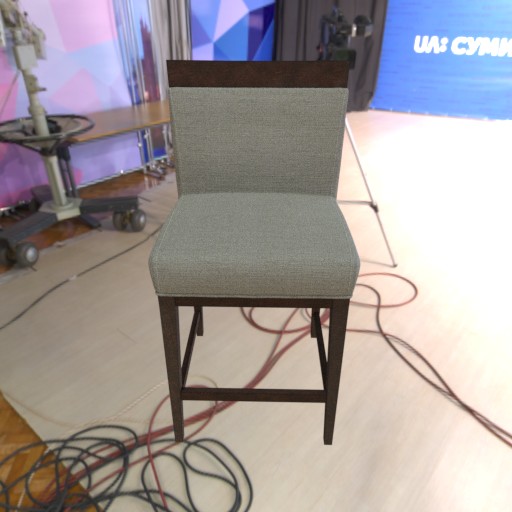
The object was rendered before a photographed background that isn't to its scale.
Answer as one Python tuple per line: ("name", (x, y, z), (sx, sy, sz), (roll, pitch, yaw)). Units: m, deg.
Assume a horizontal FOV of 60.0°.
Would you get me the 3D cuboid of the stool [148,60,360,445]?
("stool", (0.000, 0.000, 1.301), (0.512, 1.009, 0.531), (1, 31, 1))
